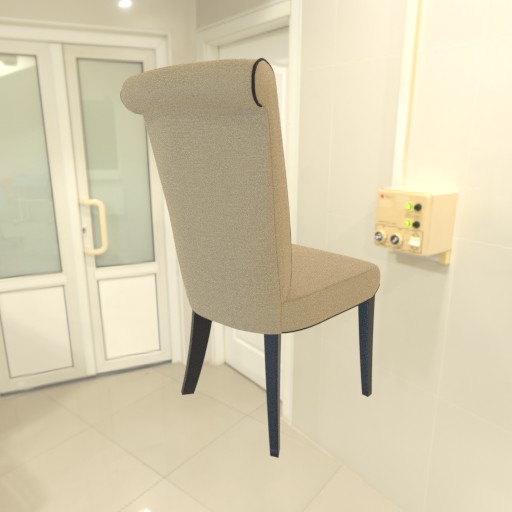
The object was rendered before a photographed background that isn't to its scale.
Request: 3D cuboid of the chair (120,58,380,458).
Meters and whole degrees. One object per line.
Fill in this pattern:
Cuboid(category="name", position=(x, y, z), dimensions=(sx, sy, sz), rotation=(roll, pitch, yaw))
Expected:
Cuboid(category="chair", position=(0.000, 0.000, 1.321), dimensions=(0.623, 0.997, 0.522), rotation=(-15, 21, -42))
